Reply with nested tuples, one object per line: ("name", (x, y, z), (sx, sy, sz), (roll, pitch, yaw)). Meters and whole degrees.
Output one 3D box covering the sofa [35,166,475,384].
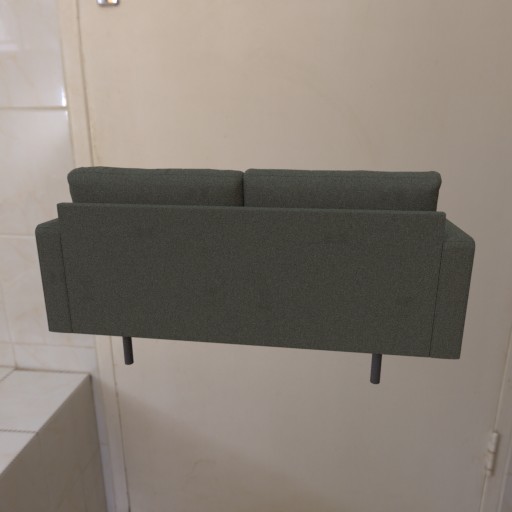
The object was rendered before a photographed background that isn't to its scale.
("sofa", (0.000, 0.000, 2.176), (1.730, 0.897, 0.889), (2, 16, 8))
